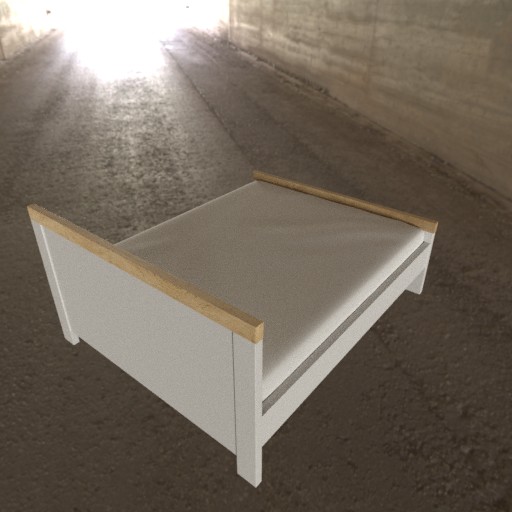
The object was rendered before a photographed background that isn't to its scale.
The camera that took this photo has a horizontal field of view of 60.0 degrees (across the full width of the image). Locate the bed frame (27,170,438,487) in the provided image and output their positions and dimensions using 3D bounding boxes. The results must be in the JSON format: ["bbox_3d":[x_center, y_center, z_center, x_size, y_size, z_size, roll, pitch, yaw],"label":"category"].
[{"bbox_3d":[0.000,0.000,2.979,1.670,0.980,2.050,23,38,33],"label":"bed frame"}]
